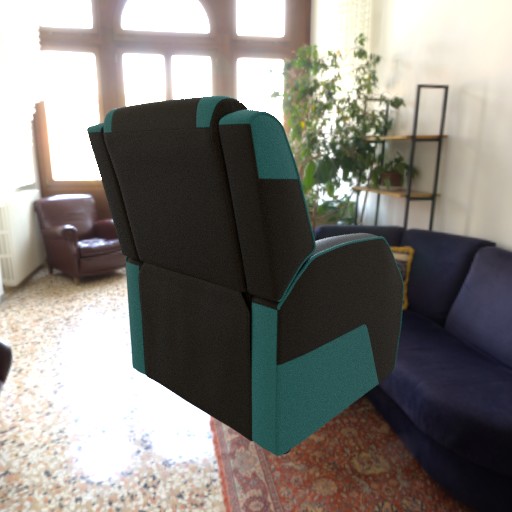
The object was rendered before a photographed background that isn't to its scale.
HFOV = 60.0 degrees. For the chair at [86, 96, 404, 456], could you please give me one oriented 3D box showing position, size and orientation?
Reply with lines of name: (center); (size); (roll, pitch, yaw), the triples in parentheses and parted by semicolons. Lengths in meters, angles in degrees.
chair: (0.000, 0.000, 1.278); (0.620, 0.805, 0.672); (12, 18, 42)
